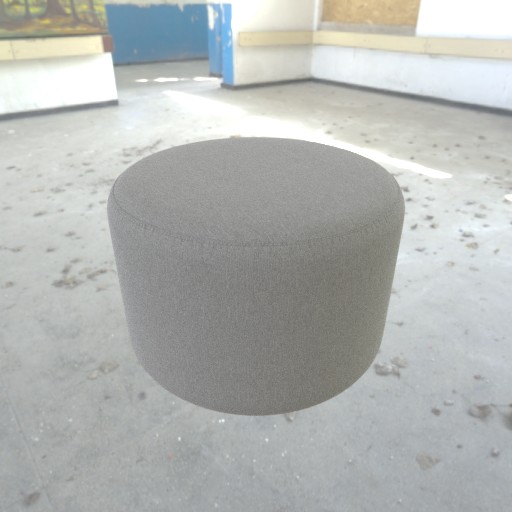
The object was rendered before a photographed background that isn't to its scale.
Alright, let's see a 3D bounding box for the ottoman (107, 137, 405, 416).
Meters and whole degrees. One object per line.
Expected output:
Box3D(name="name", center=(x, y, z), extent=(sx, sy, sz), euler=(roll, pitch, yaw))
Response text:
Box3D(name="ottoman", center=(0.000, 0.000, 1.014), extent=(0.608, 0.433, 0.608), euler=(0, 30, 0))
